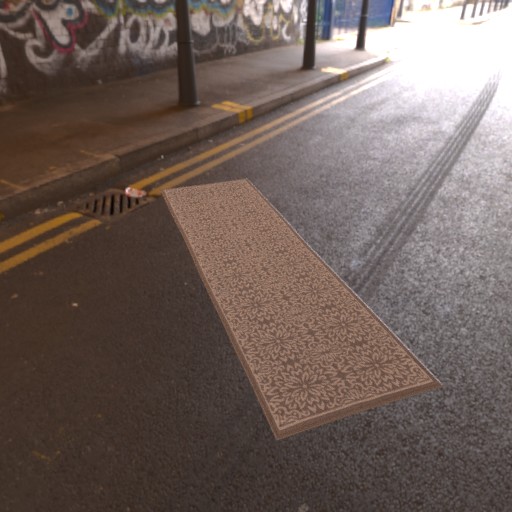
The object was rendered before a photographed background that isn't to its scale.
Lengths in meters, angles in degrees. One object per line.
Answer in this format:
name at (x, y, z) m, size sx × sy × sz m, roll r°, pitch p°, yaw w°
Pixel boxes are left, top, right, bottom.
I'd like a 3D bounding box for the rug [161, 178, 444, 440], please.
rug at (0.000, 0.000, 2.404) m, size 0.662 × 0.011 × 2.196 m, roll -11°, pitch 33°, yaw -17°
